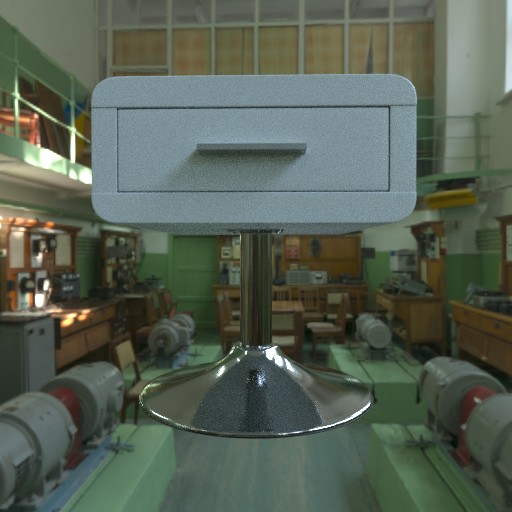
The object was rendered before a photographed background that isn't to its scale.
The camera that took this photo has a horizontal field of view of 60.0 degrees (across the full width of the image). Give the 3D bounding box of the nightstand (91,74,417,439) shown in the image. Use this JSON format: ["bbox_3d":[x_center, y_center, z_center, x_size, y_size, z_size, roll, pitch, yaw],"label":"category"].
[{"bbox_3d":[0.000,0.000,0.729,0.399,0.447,0.404,0,1,1],"label":"nightstand"}]
